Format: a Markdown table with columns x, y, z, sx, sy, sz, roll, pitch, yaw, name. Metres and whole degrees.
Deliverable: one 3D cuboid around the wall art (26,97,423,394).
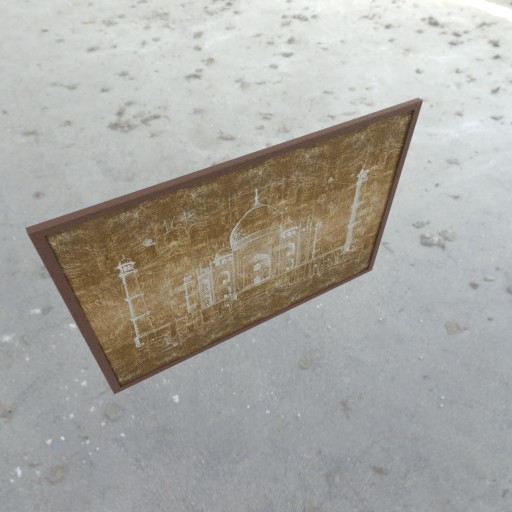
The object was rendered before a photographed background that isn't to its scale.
| x | y | z | sx | sy | sz | roll | pitch | yaw | name |
| --- | --- | --- | --- | --- | --- | --- | --- | --- | --- |
| 0.000 | 0.000 | 0.831 | 0.660 | 0.455 | 0.014 | -23 | 52 | -19 | wall art |
